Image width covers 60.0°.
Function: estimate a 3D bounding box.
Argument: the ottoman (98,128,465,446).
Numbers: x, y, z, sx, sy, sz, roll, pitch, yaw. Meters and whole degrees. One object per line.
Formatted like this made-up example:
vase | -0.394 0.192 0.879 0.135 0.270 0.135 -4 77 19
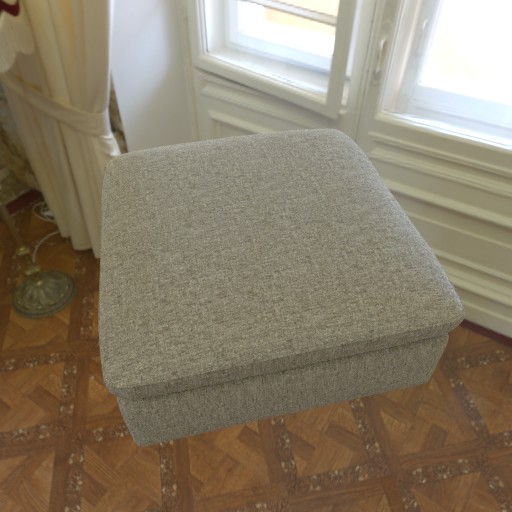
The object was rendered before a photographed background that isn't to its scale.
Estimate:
ottoman | 0.000 0.000 1.602 1.035 0.526 1.039 -9 47 -9
